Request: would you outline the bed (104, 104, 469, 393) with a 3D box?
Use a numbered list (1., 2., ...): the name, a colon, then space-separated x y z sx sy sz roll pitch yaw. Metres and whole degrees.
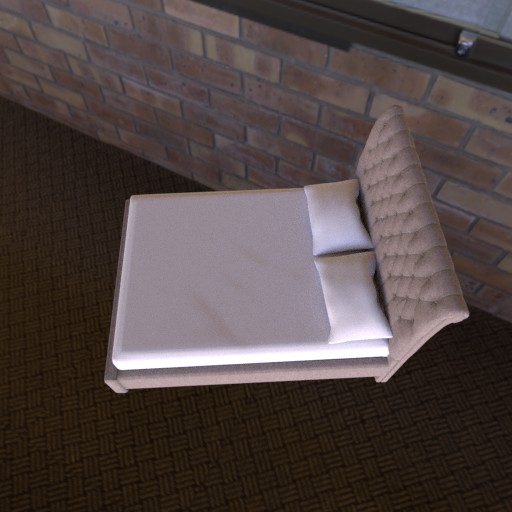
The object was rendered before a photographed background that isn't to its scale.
1. bed: 0.000 0.000 3.349 2.252 1.371 1.645 -3 59 -2
